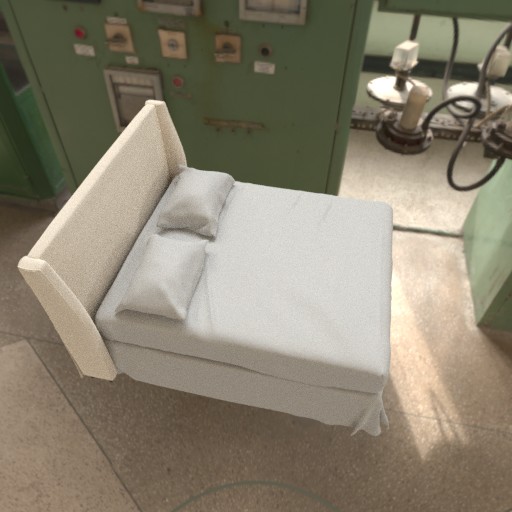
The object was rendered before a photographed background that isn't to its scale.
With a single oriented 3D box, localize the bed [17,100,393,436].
[{"bbox_3d":[0.000,0.000,3.342,2.276,1.332,1.925,9,48,9],"label":"bed"}]
